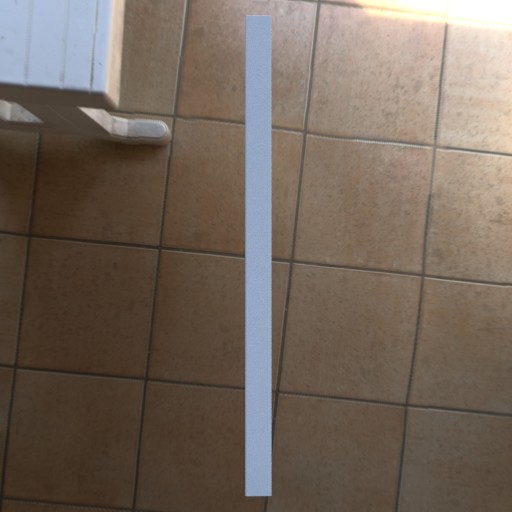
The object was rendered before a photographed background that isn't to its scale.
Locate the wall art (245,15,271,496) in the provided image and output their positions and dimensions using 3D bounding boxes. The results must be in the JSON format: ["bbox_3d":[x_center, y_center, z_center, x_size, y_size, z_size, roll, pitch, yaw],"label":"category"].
[{"bbox_3d":[0.000,0.000,1.147,0.050,0.610,0.914,0,90,-1],"label":"wall art"}]
